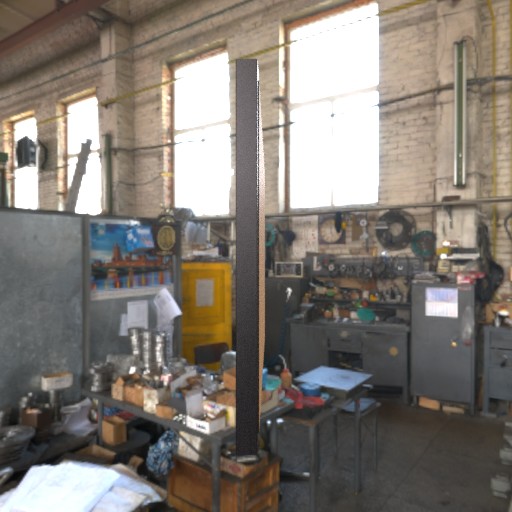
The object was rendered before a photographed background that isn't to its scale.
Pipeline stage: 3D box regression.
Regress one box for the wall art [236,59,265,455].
[{"bbox_3d":[0.000,0.000,0.840,0.027,0.458,0.657,0,0,2],"label":"wall art"}]
